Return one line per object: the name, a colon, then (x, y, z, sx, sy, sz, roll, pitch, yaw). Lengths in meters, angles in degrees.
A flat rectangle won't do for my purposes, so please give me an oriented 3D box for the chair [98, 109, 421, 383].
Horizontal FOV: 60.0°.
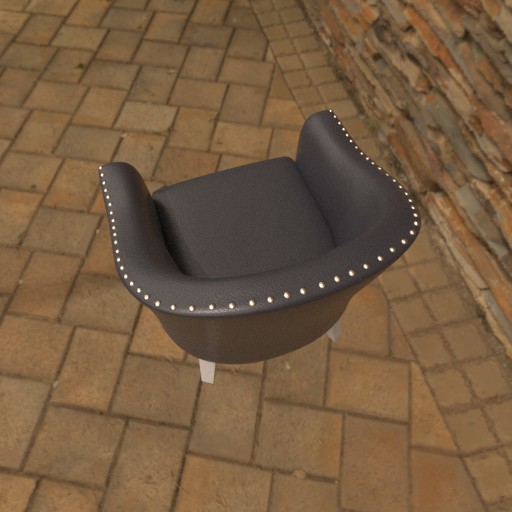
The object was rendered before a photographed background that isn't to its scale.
chair: (0.000, 0.000, 1.431, 0.794, 0.823, 0.748, -17, 59, -10)
